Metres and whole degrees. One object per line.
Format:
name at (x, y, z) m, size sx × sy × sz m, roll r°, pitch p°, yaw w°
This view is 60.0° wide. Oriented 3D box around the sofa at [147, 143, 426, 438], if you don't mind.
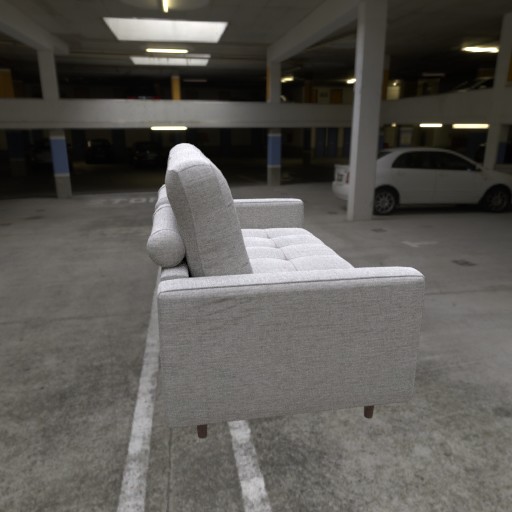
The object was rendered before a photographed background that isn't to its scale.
sofa at (0.000, 0.000, 1.923) m, size 0.842 × 0.907 × 1.407 m, roll -3°, pitch 17°, yaw -10°
